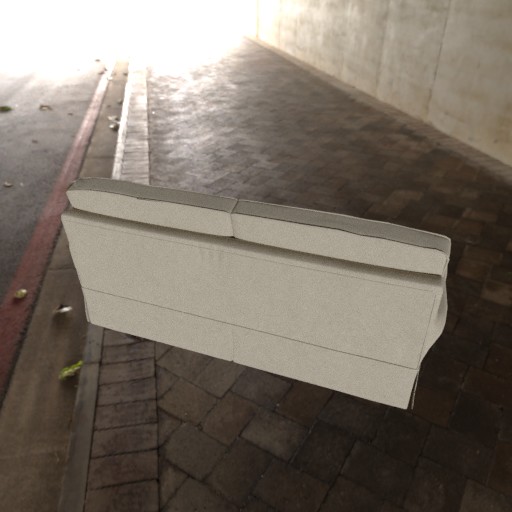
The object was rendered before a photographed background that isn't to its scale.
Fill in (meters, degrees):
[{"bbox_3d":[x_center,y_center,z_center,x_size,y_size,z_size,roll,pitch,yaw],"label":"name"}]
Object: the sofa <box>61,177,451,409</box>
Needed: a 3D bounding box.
[{"bbox_3d":[0.000,0.000,2.787,2.246,1.014,0.900,11,34,17],"label":"sofa"}]
